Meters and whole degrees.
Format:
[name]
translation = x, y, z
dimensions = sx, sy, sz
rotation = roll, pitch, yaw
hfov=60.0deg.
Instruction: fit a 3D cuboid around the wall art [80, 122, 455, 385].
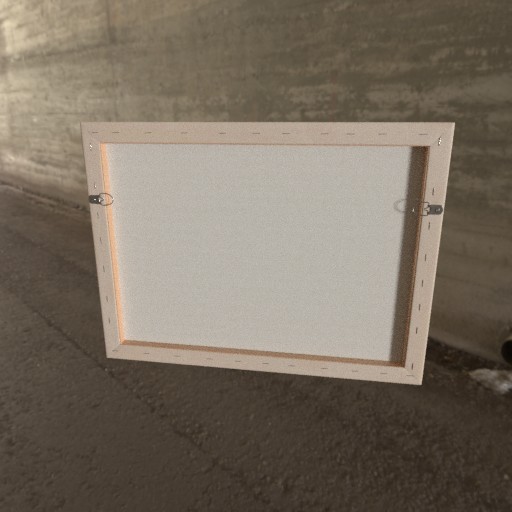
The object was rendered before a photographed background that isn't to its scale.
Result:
[wall art]
translation = 0.000, 0.000, 1.577
dimensions = 1.219, 0.912, 0.042
rotation = 3, 18, 9
